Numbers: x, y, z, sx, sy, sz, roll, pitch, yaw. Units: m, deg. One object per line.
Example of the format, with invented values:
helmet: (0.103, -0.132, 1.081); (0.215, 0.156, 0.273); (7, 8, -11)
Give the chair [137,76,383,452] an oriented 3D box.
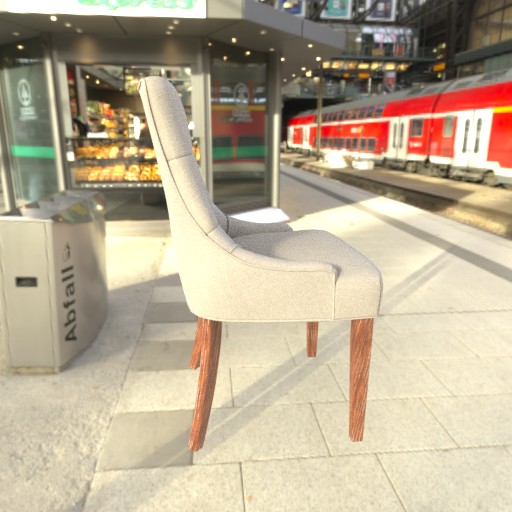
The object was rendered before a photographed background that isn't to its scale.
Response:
chair: (0.000, 0.000, 1.212); (0.565, 0.874, 0.509); (-2, 16, -8)
